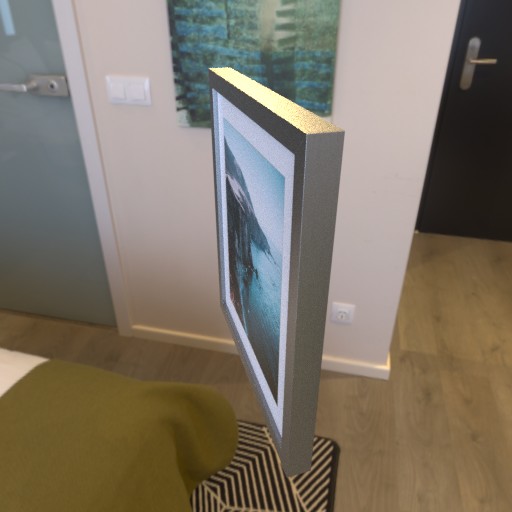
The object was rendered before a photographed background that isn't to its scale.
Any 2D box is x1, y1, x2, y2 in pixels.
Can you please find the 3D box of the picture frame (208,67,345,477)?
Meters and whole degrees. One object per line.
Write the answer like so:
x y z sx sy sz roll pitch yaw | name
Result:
0.000 0.000 1.360 0.073 0.968 0.839 -9 31 -15 | picture frame
